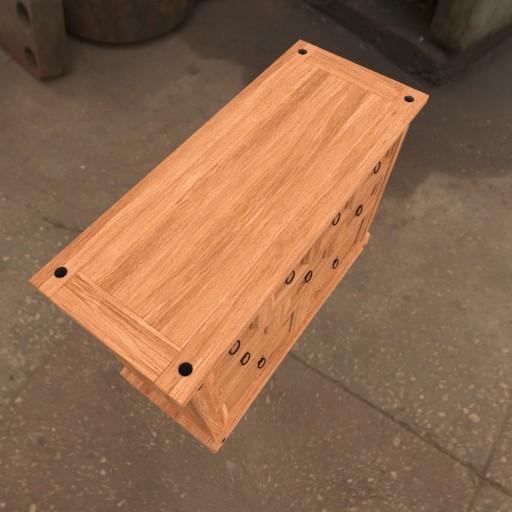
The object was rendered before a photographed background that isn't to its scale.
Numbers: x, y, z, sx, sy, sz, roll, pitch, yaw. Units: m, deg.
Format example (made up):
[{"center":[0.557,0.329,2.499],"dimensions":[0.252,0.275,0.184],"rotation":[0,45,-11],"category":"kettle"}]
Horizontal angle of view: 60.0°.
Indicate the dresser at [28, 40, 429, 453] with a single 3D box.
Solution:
[{"center":[0.000,0.000,1.346],"dimensions":[0.410,0.740,0.990],"rotation":[32,64,18],"category":"dresser"}]
